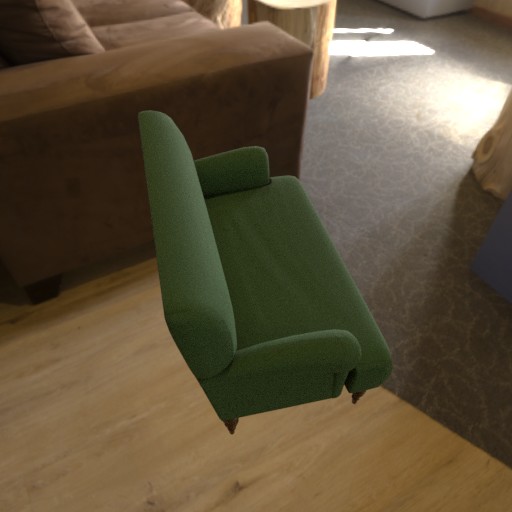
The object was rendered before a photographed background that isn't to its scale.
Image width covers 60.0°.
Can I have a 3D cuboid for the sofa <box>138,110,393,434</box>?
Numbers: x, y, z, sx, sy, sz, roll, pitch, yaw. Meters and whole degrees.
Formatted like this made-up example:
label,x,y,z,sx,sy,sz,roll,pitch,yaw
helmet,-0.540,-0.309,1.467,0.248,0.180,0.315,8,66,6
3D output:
label,x,y,z,sx,sy,sz,roll,pitch,yaw
sofa,0.000,0.000,1.911,0.779,0.889,1.297,-10,47,-10
